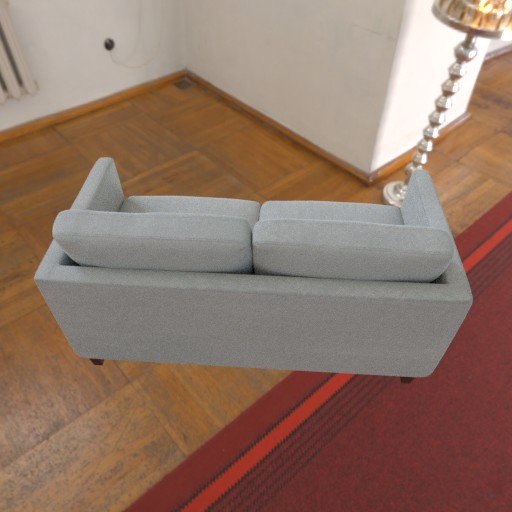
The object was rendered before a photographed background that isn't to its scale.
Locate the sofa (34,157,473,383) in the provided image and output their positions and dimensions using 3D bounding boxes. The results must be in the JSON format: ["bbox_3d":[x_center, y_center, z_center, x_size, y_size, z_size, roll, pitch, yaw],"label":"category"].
[{"bbox_3d":[0.000,0.000,2.365,1.884,0.963,0.950,3,46,3],"label":"sofa"}]
